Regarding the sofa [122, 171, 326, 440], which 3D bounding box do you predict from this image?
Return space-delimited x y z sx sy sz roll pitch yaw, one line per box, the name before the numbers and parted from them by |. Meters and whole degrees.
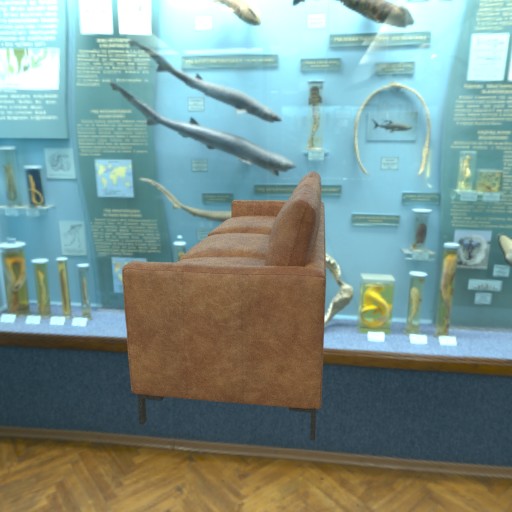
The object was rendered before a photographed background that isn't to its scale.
sofa | 0.000 0.000 2.473 0.748 0.863 2.029 2 14 8
